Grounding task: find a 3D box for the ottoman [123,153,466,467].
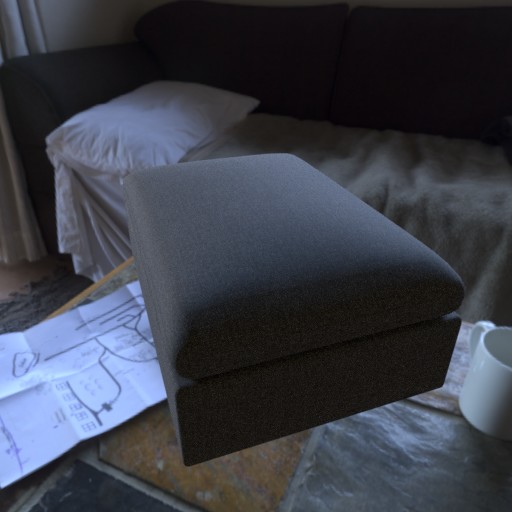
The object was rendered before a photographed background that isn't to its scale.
[{"bbox_3d":[0.000,0.000,1.409,0.711,0.483,1.041,-10,32,-17],"label":"ottoman"}]
